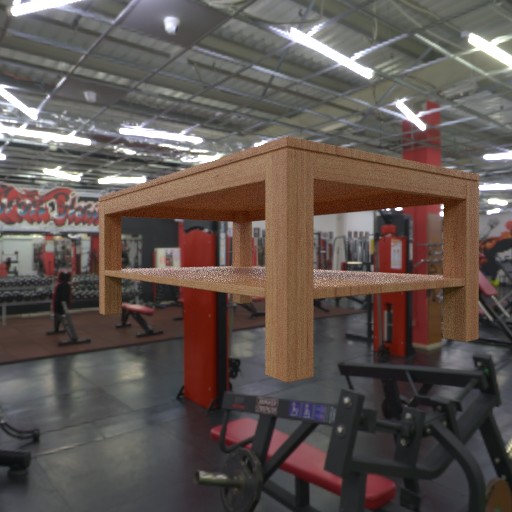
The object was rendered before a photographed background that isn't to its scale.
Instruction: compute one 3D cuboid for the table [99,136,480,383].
[{"bbox_3d":[0.000,0.000,1.485,0.695,0.457,1.146,0,1,-36],"label":"table"}]
